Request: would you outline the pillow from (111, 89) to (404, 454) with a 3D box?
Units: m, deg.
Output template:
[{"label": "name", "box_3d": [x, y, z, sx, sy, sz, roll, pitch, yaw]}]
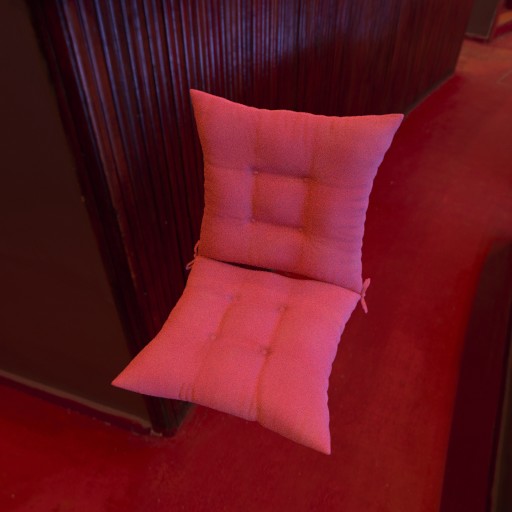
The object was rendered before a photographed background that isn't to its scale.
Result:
[{"label": "pillow", "box_3d": [0.000, 0.000, 1.008, 0.541, 0.536, 0.585, 12, 42, 14]}]
